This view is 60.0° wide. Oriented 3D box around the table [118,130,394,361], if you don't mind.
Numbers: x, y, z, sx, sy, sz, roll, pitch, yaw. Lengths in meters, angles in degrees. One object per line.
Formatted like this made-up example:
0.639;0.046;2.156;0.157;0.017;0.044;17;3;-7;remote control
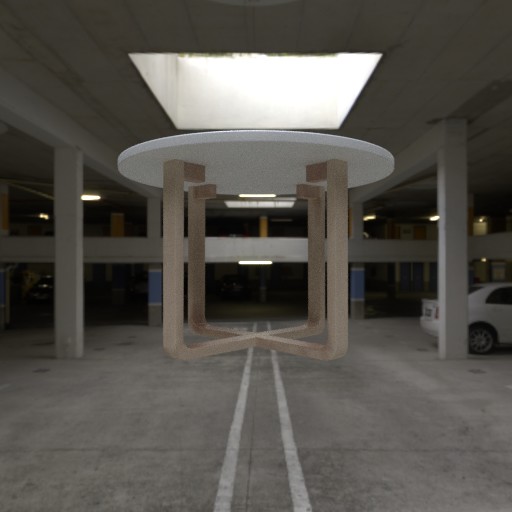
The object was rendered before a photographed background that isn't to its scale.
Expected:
0.000;0.000;1.007;0.600;0.400;0.600;0;0;0;table
